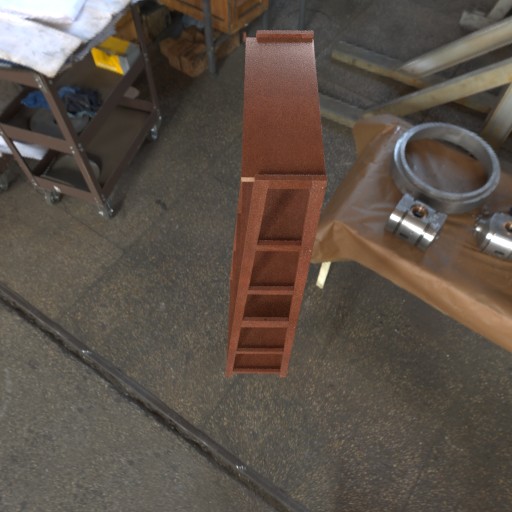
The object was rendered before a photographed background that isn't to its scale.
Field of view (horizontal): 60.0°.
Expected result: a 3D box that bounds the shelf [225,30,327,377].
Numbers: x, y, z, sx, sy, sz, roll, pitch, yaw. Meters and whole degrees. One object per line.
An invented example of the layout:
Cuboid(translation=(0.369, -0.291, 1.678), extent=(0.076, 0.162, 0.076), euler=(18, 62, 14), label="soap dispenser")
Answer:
Cuboid(translation=(0.000, 0.000, 2.147), extent=(0.382, 1.892, 0.660), euler=(0, 59, 0), label="shelf")
